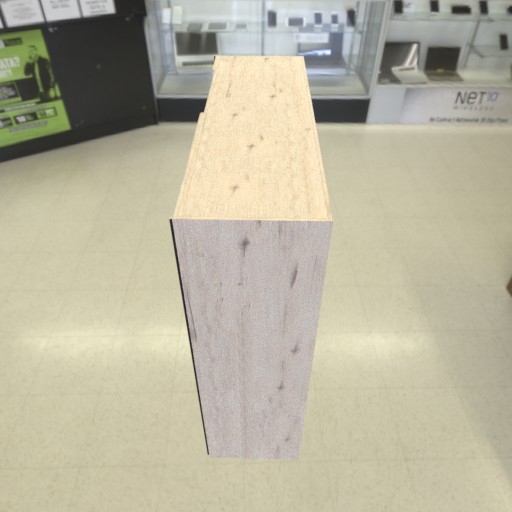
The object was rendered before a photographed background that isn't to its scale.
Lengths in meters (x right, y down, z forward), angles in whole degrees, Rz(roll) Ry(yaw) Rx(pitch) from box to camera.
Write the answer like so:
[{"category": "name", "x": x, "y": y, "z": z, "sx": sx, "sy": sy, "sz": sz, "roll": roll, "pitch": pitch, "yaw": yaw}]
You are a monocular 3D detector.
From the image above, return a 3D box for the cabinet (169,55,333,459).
[{"category": "cabinet", "x": 0.000, "y": 0.000, "z": 3.255, "sx": 0.660, "sy": 2.180, "sz": 2.000, "roll": 1, "pitch": 42, "yaw": 1}]
